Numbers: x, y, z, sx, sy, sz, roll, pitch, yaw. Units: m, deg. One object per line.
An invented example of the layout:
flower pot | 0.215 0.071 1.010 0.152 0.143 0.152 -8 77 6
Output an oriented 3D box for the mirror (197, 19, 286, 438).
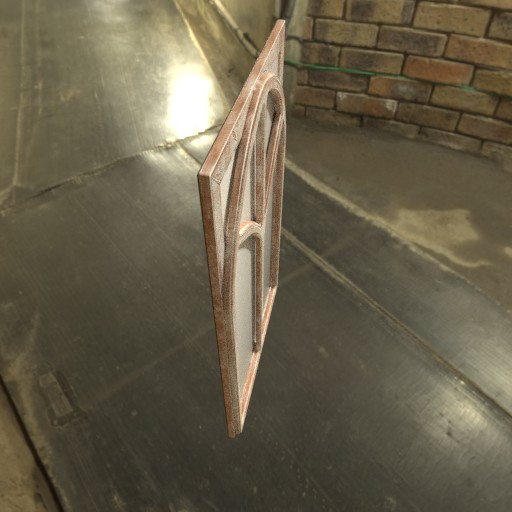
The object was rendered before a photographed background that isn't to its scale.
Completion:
mirror | 0.000 0.000 0.958 0.058 0.787 0.495 9 48 9
